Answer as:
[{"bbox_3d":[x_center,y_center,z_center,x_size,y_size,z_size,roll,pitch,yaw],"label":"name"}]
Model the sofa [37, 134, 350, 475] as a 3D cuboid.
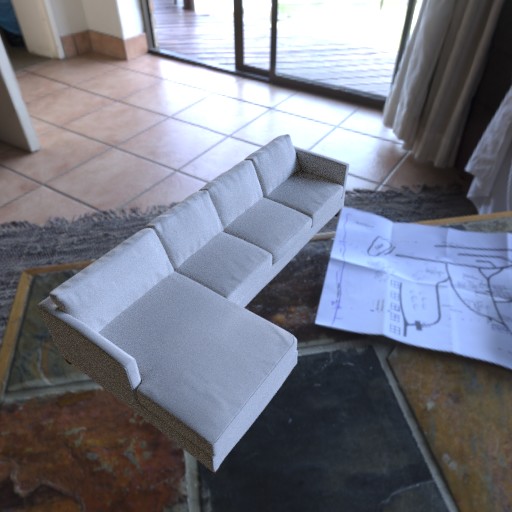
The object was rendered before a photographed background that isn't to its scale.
[{"bbox_3d":[0.000,0.000,3.951,1.625,0.861,3.186,25,47,26],"label":"sofa"}]
